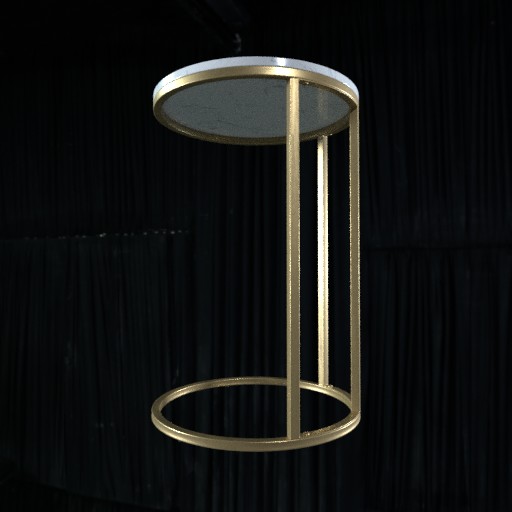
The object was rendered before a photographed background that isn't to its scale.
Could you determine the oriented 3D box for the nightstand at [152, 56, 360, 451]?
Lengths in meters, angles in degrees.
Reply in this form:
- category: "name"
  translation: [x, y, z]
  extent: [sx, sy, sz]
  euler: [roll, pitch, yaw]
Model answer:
- category: "nightstand"
  translation: [0.000, 0.000, 0.880]
  extent: [0.400, 0.610, 0.400]
  euler: [0, -1, 17]
